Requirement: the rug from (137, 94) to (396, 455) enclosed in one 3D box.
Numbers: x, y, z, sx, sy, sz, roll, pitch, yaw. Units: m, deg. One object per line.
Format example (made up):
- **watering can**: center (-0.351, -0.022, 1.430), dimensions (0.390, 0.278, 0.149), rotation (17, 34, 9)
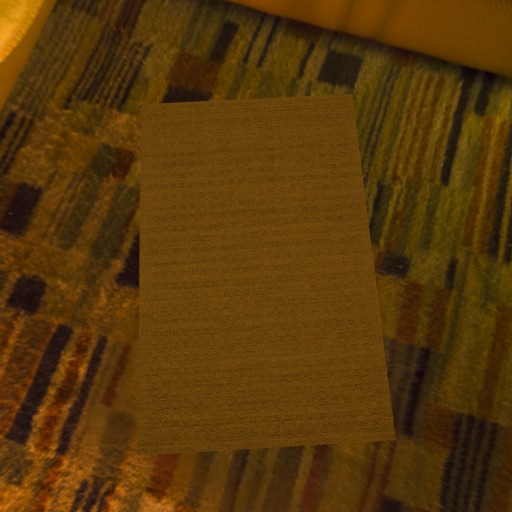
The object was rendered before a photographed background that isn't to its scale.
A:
- **rug**: center (0.000, 0.000, 2.178), dimensions (1.142, 0.006, 1.752), rotation (-3, 76, -1)
